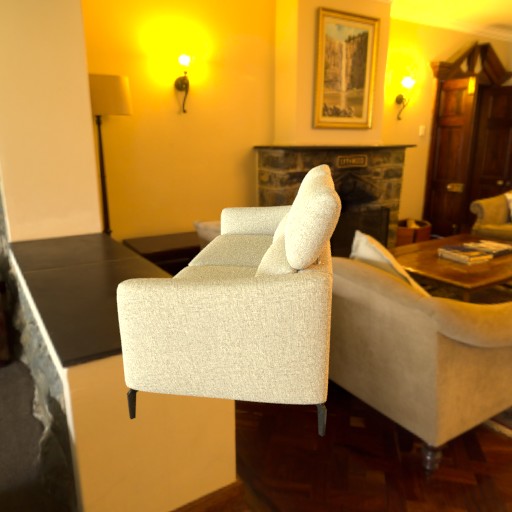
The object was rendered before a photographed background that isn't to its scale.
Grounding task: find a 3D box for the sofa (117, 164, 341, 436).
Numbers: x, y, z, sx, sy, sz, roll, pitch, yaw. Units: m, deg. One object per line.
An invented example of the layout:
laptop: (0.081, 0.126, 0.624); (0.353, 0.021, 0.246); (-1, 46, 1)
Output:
sofa: (0.000, 0.000, 2.560); (0.856, 0.956, 2.015); (2, 15, 8)
